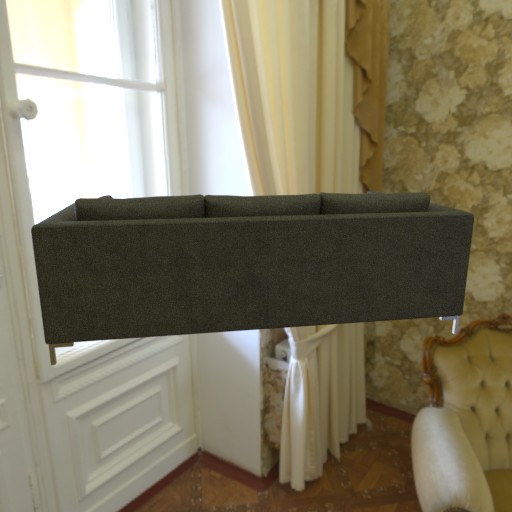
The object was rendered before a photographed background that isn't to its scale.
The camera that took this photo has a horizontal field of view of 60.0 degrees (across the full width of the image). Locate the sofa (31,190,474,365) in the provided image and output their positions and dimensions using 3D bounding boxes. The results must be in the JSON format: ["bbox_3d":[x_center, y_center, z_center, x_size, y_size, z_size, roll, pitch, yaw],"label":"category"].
[{"bbox_3d":[0.000,0.000,2.907,2.415,0.867,0.969,-2,14,-9],"label":"sofa"}]
